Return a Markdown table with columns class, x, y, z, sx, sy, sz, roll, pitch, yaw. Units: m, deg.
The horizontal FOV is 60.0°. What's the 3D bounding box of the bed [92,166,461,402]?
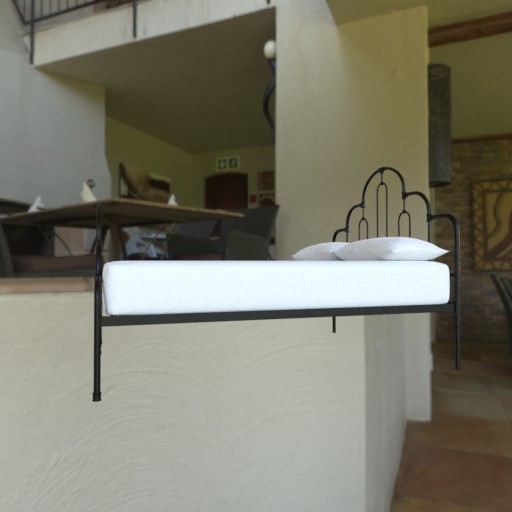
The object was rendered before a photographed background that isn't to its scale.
| class | x | y | z | sx | sy | sz | roll | pitch | yaw |
| --- | --- | --- | --- | --- | --- | --- | --- | --- | --- |
| bed | 0.000 | 0.000 | 3.209 | 2.181 | 1.444 | 1.626 | 0 | -1 | -19 |
